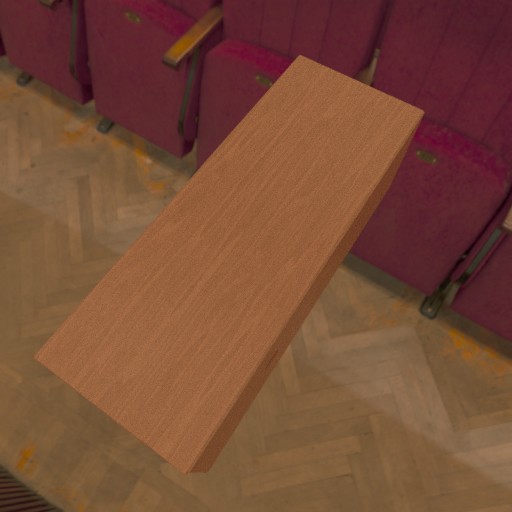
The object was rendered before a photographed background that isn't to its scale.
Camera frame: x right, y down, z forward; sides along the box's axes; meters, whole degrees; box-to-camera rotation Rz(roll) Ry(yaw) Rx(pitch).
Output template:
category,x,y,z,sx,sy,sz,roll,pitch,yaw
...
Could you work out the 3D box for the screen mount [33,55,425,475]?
category,x,y,z,sx,sy,sz,roll,pitch,yaw
screen mount,0.000,0.000,1.271,0.406,0.432,1.084,31,68,14
